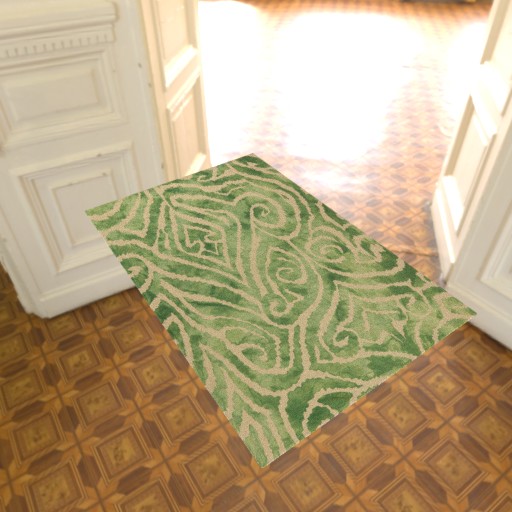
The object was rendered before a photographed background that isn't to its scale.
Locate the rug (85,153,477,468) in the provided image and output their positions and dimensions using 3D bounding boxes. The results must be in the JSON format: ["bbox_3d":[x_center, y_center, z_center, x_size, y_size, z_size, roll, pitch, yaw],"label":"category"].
[{"bbox_3d":[0.000,0.000,2.345,1.220,0.006,1.826,-25,47,-25],"label":"rug"}]
